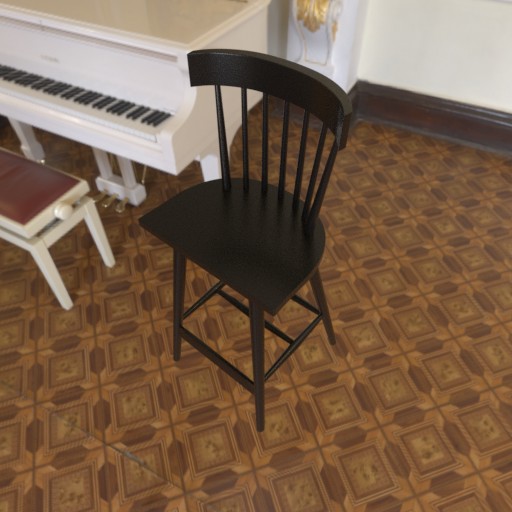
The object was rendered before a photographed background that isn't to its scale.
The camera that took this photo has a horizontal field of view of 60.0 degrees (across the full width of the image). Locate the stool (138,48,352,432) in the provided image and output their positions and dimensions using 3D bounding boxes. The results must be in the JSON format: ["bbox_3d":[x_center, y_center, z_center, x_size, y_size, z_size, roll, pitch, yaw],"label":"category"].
[{"bbox_3d":[0.000,0.000,1.352,0.482,1.092,0.483,32,55,26],"label":"stool"}]
